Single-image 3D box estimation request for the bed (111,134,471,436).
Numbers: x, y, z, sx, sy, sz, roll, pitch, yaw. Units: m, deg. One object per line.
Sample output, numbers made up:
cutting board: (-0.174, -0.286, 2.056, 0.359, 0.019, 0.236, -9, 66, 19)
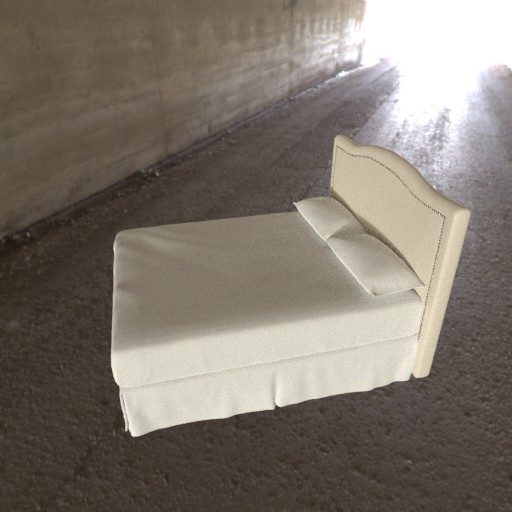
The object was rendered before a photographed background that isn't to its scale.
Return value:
bed: (0.000, 0.000, 3.356, 2.143, 1.460, 1.753, -7, 30, -13)
